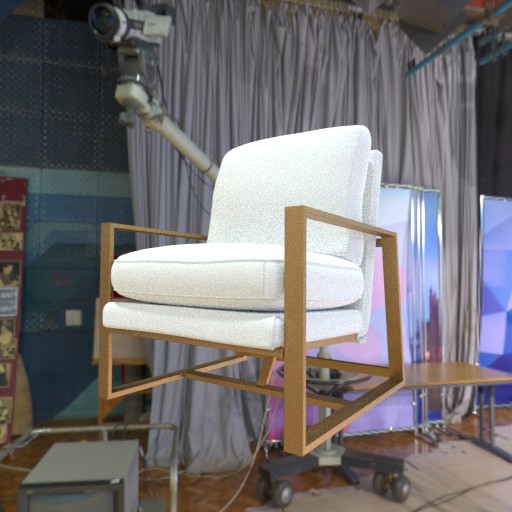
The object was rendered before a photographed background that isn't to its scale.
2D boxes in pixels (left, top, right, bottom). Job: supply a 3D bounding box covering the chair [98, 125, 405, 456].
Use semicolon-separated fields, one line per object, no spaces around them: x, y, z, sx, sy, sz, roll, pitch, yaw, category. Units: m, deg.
0.000;0.000;1.585;0.805;0.966;0.813;-1;-1;36;chair
